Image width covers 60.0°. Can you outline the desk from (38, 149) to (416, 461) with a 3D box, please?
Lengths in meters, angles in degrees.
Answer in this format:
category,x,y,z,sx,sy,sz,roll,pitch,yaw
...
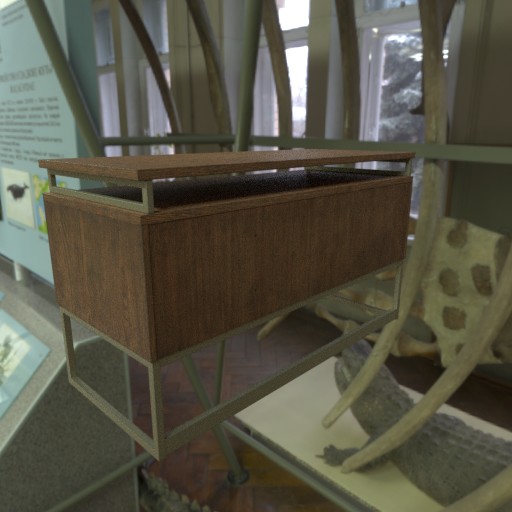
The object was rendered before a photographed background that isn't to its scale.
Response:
category,x,y,z,sx,sy,sz,roll,pitch,yaw
desk,0.000,0.000,1.782,0.610,0.792,1.384,15,21,42
